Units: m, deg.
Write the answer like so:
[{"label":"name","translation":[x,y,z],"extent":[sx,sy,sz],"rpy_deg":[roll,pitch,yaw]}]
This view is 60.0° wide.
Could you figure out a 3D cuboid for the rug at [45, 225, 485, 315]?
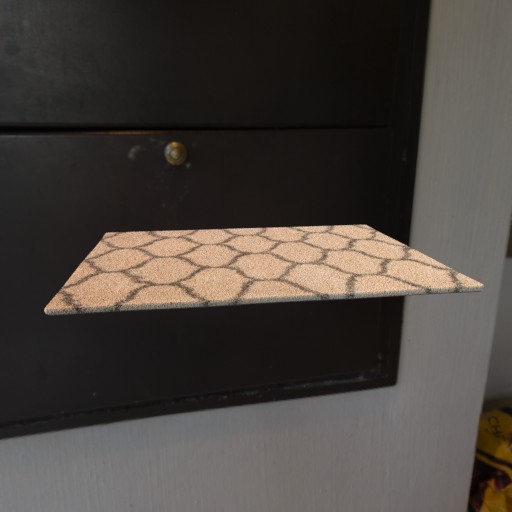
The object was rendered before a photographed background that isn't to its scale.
[{"label":"rug","translation":[0.000,0.000,2.145],"extent":[1.600,0.025,1.200],"rpy_deg":[-2,16,-8]}]
